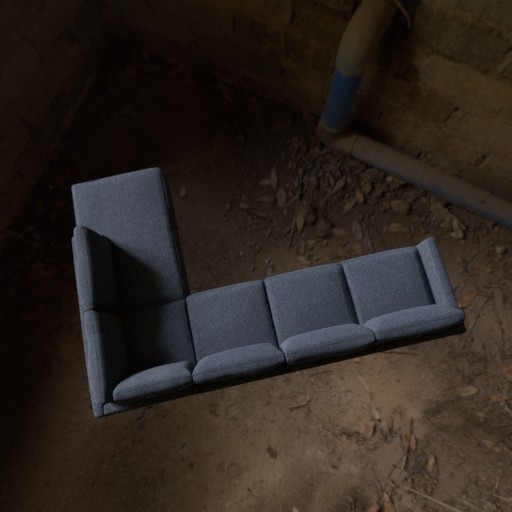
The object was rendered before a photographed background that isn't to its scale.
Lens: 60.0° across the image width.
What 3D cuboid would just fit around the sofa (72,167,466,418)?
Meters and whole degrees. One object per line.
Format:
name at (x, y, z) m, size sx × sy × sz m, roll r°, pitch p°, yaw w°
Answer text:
sofa at (0.000, 0.000, 3.771) m, size 2.949 × 0.815 × 2.007 m, roll -12°, pitch 76°, yaw -3°
